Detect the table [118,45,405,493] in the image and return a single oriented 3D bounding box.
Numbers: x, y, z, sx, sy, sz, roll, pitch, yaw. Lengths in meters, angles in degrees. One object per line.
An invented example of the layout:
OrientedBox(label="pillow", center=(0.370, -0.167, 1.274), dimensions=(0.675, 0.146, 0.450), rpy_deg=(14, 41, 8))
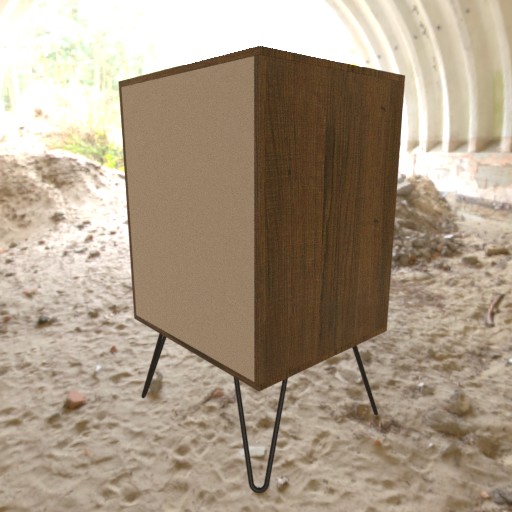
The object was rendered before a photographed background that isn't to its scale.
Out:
OrientedBox(label="table", center=(0.000, 0.000, 1.152), dimensions=(0.457, 0.866, 0.526), rpy_deg=(-12, 18, -40))
